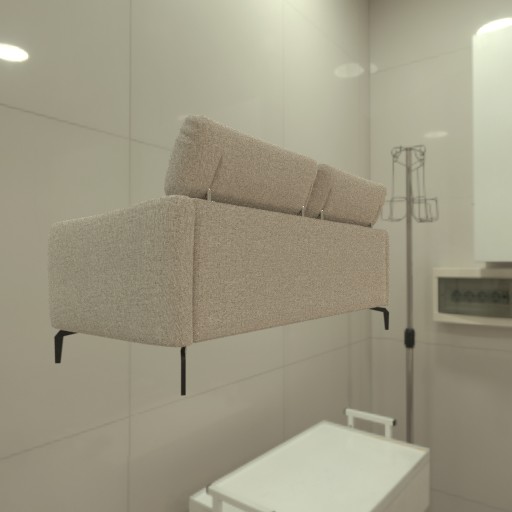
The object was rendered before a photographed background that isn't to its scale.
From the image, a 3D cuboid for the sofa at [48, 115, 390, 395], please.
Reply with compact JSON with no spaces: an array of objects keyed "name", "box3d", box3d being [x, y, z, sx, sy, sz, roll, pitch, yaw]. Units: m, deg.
[{"name":"sofa","box3d":[0.000,0.000,2.441,0.856,0.956,2.015,-1,-1,37]}]
